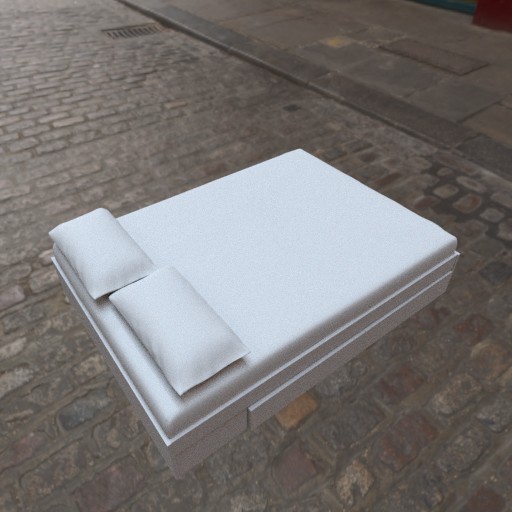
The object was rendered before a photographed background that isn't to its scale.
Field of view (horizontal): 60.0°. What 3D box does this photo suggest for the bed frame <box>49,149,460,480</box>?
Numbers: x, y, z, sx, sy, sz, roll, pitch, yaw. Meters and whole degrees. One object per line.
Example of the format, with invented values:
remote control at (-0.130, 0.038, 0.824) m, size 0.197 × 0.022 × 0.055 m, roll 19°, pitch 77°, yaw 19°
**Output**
bed frame at (0.000, 0.000, 2.625) m, size 1.950 × 0.629 × 1.450 m, roll -26°, pitch 48°, yaw -27°
